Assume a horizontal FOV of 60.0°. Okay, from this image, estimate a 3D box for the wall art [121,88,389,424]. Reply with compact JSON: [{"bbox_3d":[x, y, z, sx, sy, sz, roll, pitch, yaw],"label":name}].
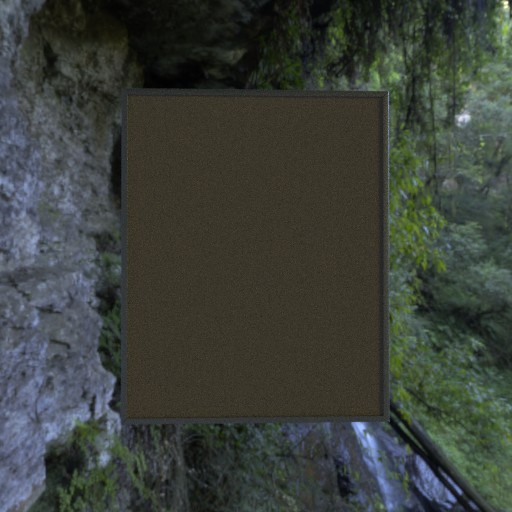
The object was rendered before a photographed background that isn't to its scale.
[{"bbox_3d":[0.000,0.000,0.755,0.445,0.553,0.039,0,0,-2],"label":"wall art"}]
